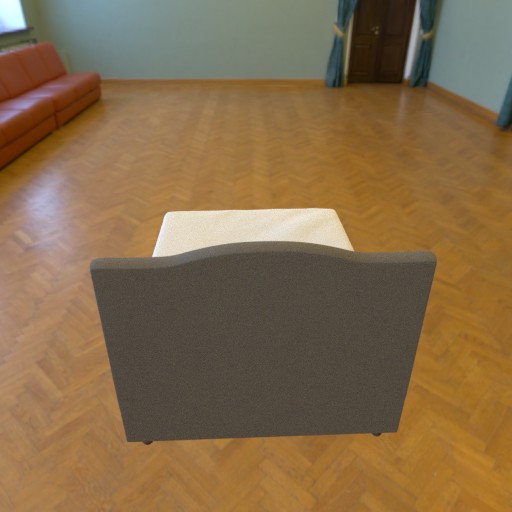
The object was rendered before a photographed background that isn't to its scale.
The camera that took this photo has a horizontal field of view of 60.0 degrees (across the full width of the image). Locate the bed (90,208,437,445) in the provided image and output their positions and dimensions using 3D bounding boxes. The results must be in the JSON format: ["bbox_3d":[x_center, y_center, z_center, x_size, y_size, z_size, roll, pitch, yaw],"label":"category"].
[{"bbox_3d":[0.000,0.000,3.433,1.821,1.436,2.282,-1,31,-2],"label":"bed"}]
